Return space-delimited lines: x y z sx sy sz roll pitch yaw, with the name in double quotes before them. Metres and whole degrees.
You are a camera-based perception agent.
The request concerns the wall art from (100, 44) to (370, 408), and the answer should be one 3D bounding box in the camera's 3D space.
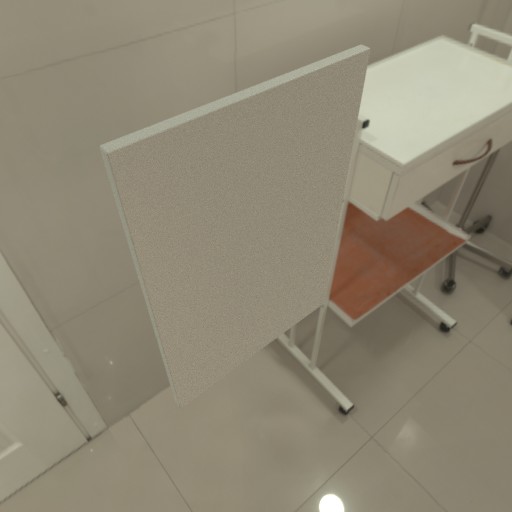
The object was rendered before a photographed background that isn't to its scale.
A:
"wall art" 0.000 0.000 1.505 0.808 1.183 0.038 -31 54 -26
